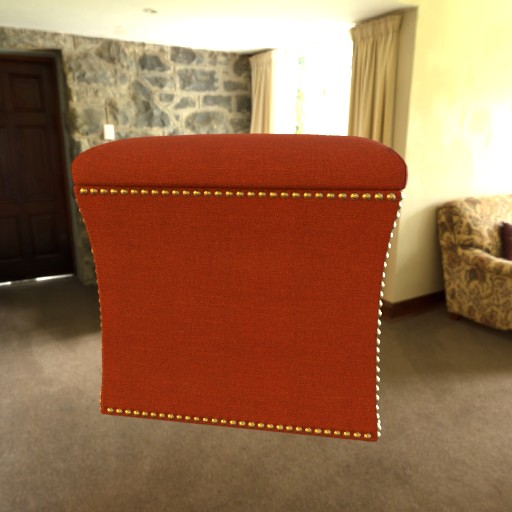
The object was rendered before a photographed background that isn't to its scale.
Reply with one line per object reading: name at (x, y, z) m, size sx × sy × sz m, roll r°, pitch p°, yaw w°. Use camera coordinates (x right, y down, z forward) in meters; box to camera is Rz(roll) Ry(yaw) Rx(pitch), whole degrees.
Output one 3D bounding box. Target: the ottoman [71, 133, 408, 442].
ottoman at (0.000, 0.000, 0.891) m, size 0.497 × 0.475 × 0.507 m, roll 2°, pitch 15°, yaw 9°
